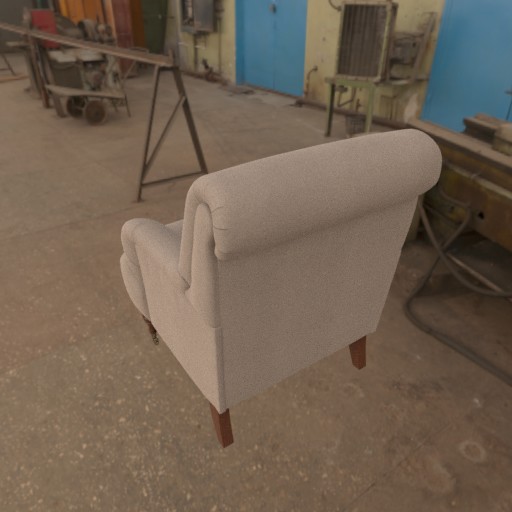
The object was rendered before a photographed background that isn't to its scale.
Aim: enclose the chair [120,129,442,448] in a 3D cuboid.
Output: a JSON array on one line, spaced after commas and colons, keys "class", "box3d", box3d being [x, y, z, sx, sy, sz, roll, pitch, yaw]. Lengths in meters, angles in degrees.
[{"class": "chair", "box3d": [0.000, 0.000, 1.557, 0.766, 0.942, 0.842, -19, 36, -29]}]
